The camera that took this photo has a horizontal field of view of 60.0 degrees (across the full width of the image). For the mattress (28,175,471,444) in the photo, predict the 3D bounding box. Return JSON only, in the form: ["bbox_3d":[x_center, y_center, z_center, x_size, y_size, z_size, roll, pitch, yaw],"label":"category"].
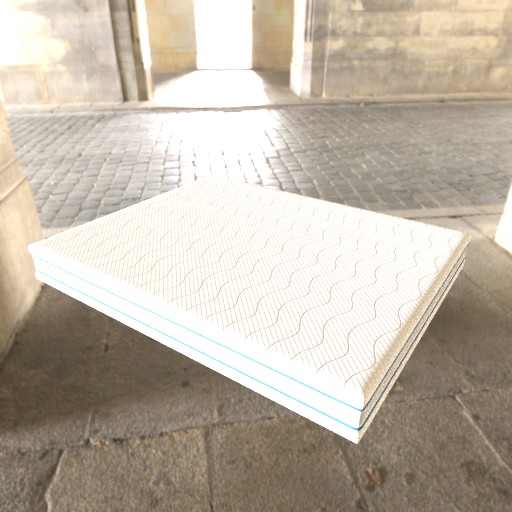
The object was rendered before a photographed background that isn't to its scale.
[{"bbox_3d":[0.000,0.000,2.596,2.000,0.230,1.600,18,33,31],"label":"mattress"}]
